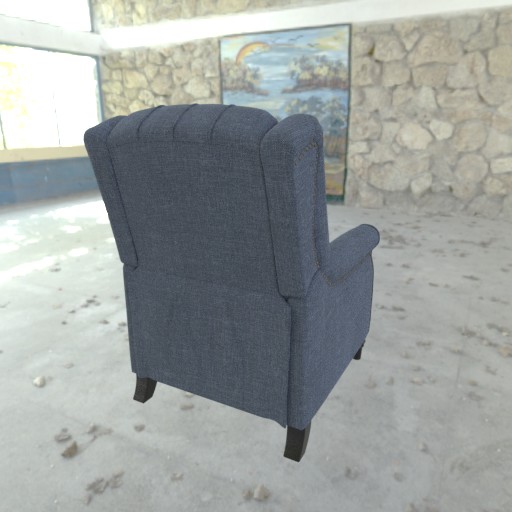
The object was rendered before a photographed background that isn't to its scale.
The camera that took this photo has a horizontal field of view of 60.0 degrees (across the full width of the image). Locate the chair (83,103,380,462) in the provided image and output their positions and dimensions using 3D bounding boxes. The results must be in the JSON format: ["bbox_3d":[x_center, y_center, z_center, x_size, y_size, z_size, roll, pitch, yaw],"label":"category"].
[{"bbox_3d":[0.000,0.000,1.623,0.742,1.035,0.898,9,19,27],"label":"chair"}]
